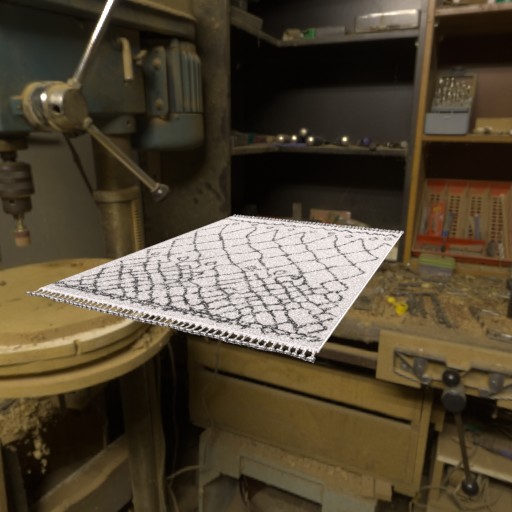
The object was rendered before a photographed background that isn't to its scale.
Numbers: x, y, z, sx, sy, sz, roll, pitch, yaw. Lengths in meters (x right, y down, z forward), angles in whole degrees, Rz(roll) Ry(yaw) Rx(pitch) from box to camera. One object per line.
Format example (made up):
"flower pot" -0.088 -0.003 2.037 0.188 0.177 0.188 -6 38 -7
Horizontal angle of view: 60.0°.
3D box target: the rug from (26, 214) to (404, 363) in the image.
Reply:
"rug" 0.000 0.000 3.019 1.613 0.017 2.312 8 18 25
